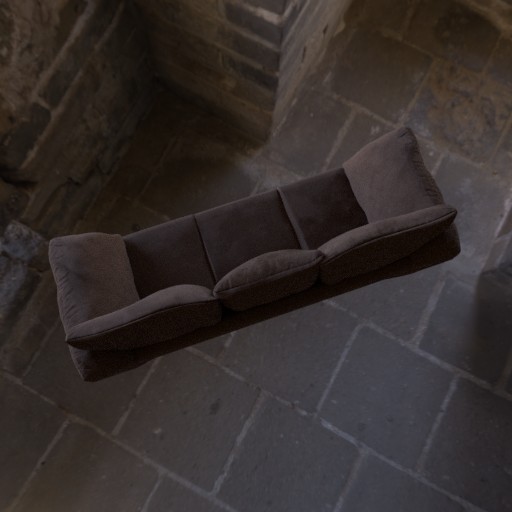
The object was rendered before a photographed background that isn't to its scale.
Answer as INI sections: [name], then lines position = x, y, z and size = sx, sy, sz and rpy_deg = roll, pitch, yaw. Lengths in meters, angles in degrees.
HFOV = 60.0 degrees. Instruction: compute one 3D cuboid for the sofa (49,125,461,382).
[sofa]
position = 0.000, 0.000, 2.816
size = 2.336, 1.015, 0.878
rpy_deg = -18, 76, -5
